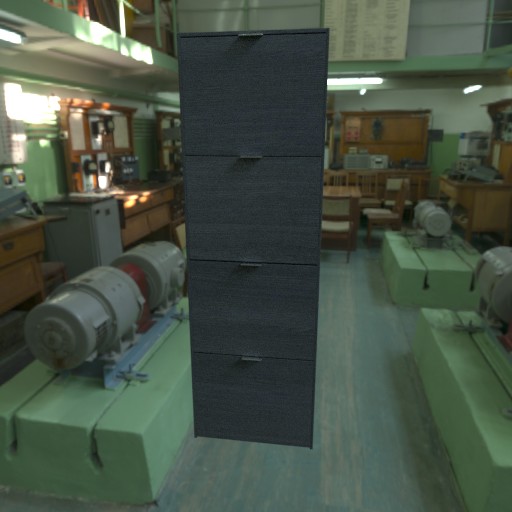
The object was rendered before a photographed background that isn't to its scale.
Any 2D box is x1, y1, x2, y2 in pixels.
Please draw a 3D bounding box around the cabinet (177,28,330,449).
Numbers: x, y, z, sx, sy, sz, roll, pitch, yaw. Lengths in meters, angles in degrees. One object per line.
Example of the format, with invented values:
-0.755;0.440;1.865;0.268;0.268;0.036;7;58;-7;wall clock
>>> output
0.000;0.000;1.807;0.520;1.630;0.255;2;16;8;cabinet
